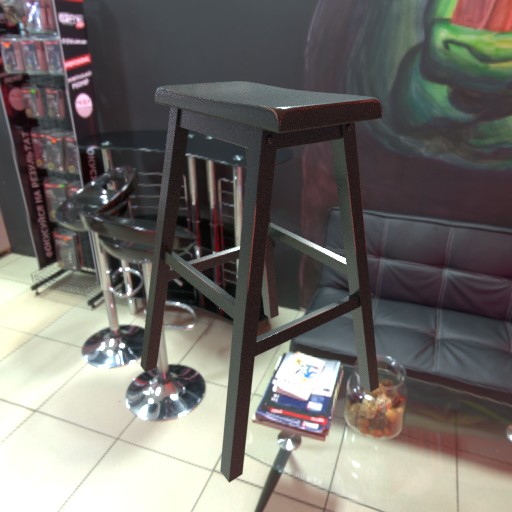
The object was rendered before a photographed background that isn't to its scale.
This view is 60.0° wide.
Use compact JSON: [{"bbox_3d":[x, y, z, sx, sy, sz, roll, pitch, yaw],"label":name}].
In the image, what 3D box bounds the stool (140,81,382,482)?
[{"bbox_3d":[0.000,0.000,1.053,0.476,0.737,0.457,-18,31,-32],"label":"stool"}]
